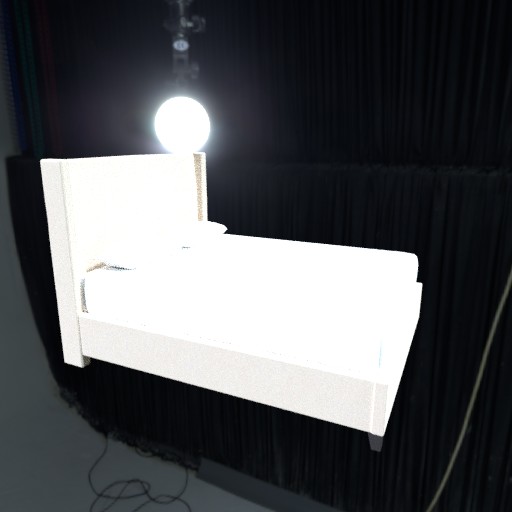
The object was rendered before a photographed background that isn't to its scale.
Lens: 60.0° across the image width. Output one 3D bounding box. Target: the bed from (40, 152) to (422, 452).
[{"bbox_3d":[0.000,0.000,3.383,2.293,1.471,1.778,7,16,24],"label":"bed"}]
